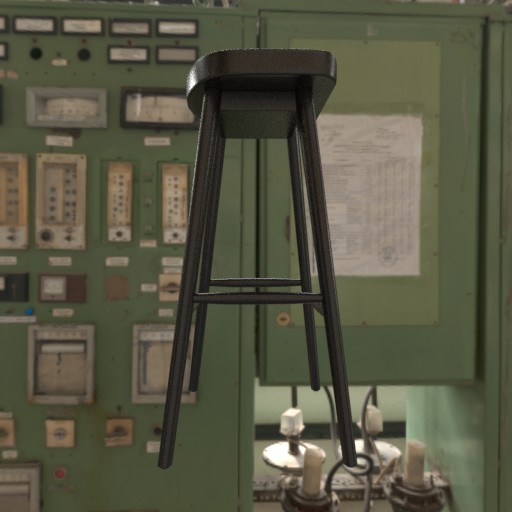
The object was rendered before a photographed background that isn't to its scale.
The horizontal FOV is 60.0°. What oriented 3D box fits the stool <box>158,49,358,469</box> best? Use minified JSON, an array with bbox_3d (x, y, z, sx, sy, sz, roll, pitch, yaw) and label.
[{"bbox_3d":[0.000,0.000,0.997,0.361,0.749,0.440,0,2,-1],"label":"stool"}]
